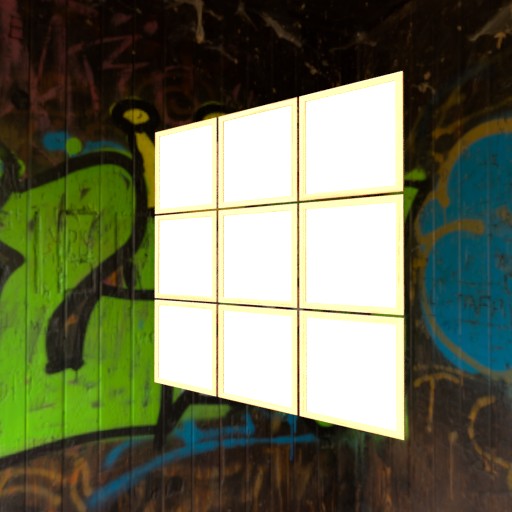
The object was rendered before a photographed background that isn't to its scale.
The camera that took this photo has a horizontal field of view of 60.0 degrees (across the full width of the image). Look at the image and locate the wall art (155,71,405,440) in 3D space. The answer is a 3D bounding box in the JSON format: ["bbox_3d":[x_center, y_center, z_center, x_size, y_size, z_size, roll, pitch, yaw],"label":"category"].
[{"bbox_3d":[0.000,0.000,1.819,1.206,1.218,0.013,-1,-1,36],"label":"wall art"}]
